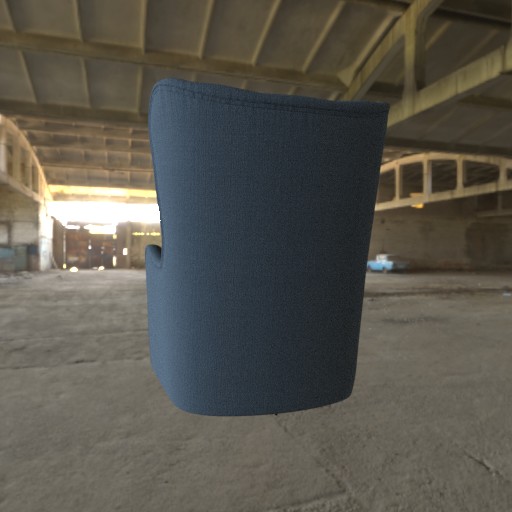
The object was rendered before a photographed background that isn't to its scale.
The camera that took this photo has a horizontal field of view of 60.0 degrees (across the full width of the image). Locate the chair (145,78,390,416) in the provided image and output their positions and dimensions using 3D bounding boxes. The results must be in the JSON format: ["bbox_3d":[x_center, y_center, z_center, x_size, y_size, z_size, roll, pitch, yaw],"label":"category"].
[{"bbox_3d":[0.000,0.000,1.728,0.831,1.079,0.930,0,1,-17],"label":"chair"}]
